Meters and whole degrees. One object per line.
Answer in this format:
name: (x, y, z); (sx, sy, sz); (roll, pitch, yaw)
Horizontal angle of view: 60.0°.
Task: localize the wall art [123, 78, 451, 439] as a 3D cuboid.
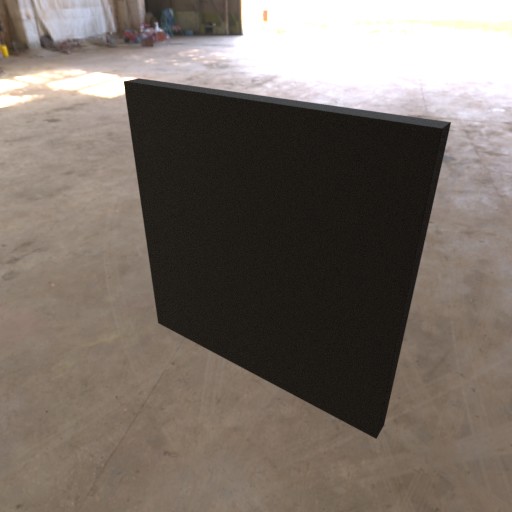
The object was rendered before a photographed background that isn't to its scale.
wall art: (0.000, 0.000, 0.668); (0.462, 0.458, 0.030); (20, 36, 30)
